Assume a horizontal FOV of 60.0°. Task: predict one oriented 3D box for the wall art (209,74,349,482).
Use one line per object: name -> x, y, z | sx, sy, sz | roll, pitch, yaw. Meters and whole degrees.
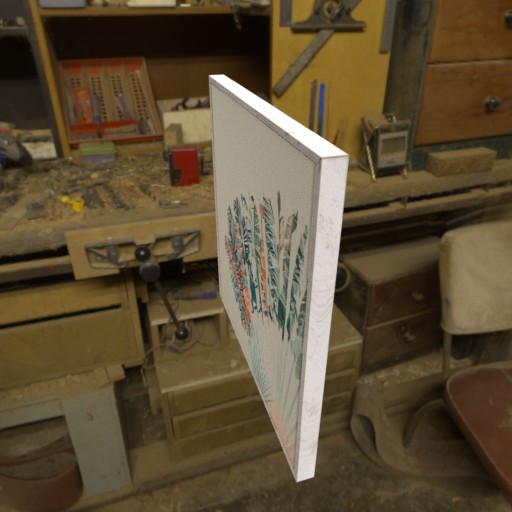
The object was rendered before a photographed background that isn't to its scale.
wall art -> 0.000, 0.000, 0.756 | 0.029, 0.506, 0.508 | -9, 32, -15
